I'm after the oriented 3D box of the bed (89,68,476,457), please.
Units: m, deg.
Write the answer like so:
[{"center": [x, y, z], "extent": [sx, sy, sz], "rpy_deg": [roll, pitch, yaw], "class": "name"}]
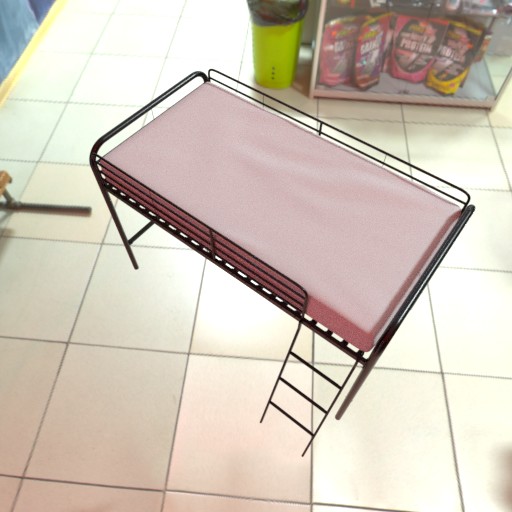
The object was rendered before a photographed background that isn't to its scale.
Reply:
[{"center": [0.000, 0.000, 2.907], "extent": [1.968, 1.289, 1.393], "rpy_deg": [33, 62, 20], "class": "bed"}]
